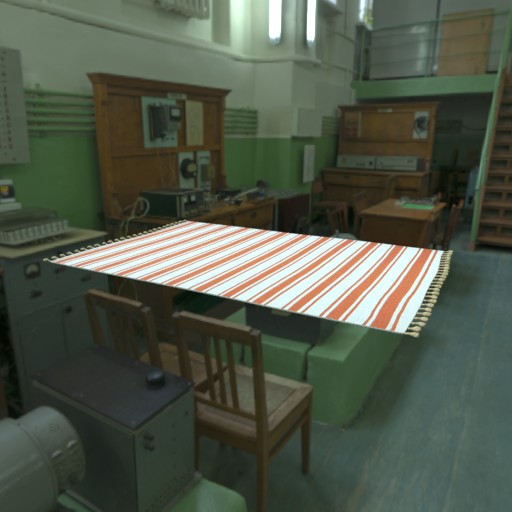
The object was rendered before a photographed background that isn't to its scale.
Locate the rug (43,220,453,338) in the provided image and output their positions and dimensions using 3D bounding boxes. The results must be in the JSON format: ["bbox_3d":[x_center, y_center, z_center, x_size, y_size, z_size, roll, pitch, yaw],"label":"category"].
[{"bbox_3d":[0.000,0.000,3.072,2.433,0.022,1.556,8,18,27],"label":"rug"}]
